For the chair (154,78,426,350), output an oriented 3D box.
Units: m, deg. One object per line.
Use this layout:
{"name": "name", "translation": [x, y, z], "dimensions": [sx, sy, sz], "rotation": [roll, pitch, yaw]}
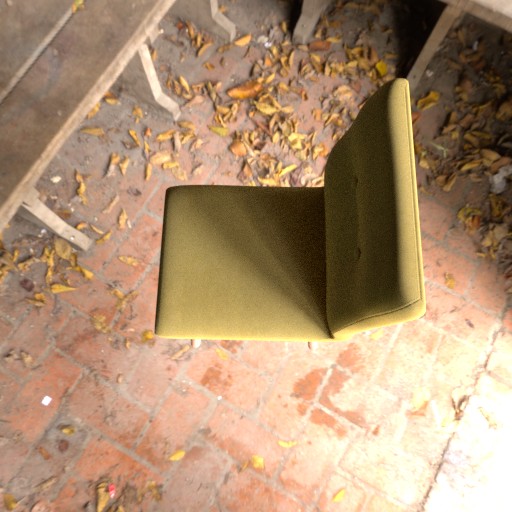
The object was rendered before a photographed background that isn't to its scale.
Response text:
{"name": "chair", "translation": [0.000, 0.000, 1.219], "dimensions": [0.550, 0.965, 0.450], "rotation": [1, 75, 0]}
